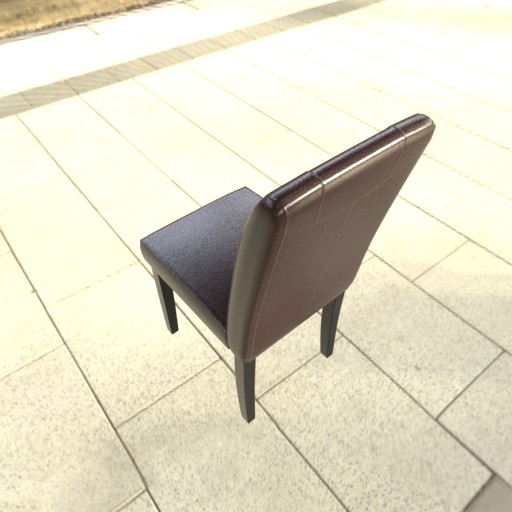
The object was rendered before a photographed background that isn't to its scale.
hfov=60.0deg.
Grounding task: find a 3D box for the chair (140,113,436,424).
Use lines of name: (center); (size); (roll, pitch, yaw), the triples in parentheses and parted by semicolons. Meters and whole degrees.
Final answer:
chair: (0.000, 0.000, 1.156); (0.399, 0.897, 0.556); (-32, 54, -27)
